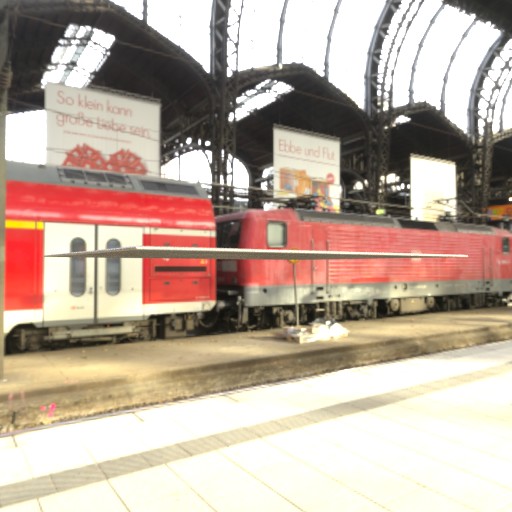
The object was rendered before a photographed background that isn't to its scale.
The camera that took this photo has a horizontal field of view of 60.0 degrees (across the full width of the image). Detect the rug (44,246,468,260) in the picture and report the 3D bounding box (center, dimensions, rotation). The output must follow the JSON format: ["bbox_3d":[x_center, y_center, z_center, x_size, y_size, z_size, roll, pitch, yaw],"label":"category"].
[{"bbox_3d":[0.000,0.000,2.854,2.213,0.014,1.608,1,-2,-36],"label":"rug"}]
